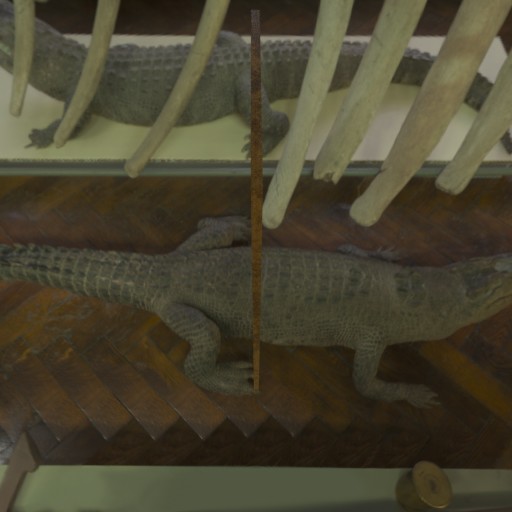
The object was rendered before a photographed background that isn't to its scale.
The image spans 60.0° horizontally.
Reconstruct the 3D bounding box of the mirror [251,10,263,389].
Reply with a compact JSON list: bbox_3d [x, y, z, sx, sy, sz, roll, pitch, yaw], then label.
[{"bbox_3d":[0.000,0.000,2.231,0.032,2.031,0.812,0,59,0],"label":"mirror"}]
